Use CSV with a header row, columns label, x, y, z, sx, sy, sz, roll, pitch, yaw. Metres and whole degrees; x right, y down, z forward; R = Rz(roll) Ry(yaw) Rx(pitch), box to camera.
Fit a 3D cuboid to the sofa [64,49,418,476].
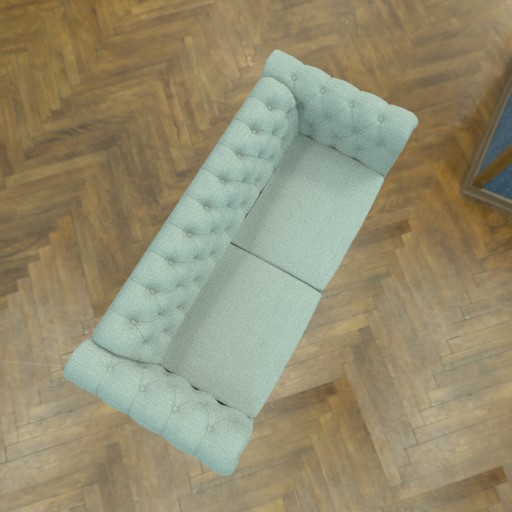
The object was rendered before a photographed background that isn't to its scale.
label,x,y,z,sx,sy,sz,roll,pitch,yaw
sofa,0.000,0.000,2.243,0.783,0.797,1.798,28,76,8
